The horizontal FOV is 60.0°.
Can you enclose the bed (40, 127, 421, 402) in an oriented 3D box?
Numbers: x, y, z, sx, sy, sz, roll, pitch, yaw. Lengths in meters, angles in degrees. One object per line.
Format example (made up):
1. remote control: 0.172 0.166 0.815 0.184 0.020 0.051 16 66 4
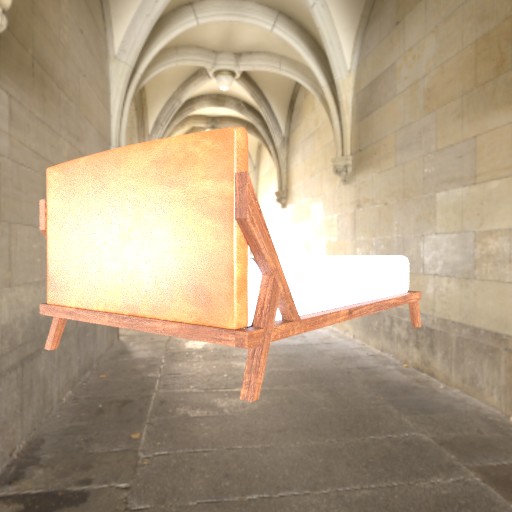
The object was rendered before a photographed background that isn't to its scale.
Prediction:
1. bed: 0.000 0.000 3.200 1.651 1.168 2.311 0 1 37
